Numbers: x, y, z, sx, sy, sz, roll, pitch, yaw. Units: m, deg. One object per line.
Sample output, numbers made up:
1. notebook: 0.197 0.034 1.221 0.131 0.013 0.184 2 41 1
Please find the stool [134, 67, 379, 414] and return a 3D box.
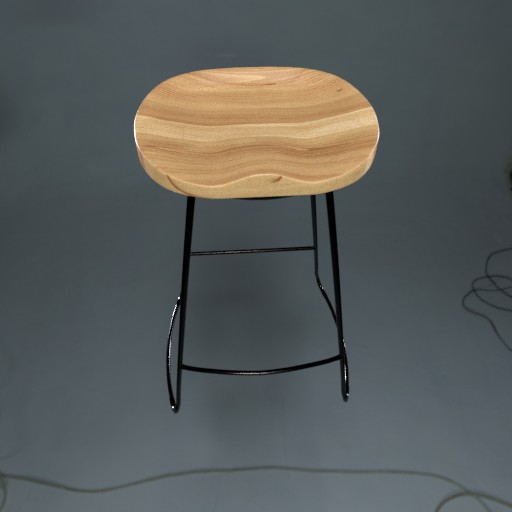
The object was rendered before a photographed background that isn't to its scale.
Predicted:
1. stool: 0.000 0.000 0.964 0.480 0.679 0.401 -3 45 -3
